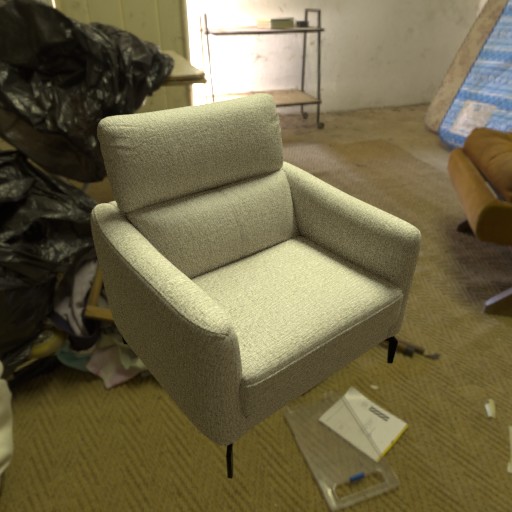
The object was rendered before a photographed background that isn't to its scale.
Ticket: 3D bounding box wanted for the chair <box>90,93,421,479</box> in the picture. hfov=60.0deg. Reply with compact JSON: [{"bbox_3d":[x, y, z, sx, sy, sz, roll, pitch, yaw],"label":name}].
[{"bbox_3d":[0.000,0.000,1.633,0.972,0.967,0.835,-22,37,-32],"label":"chair"}]
